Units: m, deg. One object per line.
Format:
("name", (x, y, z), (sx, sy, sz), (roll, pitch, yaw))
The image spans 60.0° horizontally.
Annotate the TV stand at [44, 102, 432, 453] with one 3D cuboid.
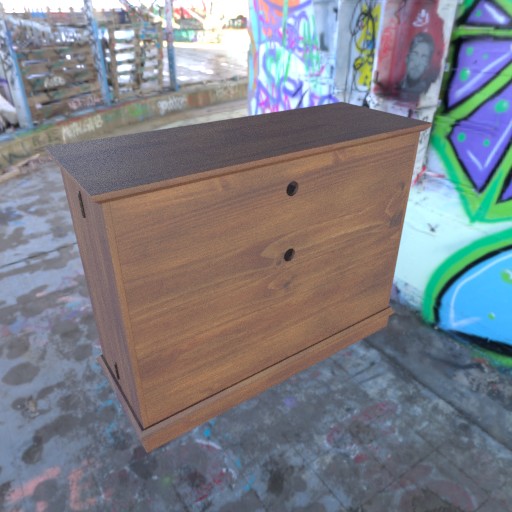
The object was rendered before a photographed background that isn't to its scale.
("TV stand", (0.000, 0.000, 1.481), (1.067, 0.813, 0.406), (-19, 35, -29))
